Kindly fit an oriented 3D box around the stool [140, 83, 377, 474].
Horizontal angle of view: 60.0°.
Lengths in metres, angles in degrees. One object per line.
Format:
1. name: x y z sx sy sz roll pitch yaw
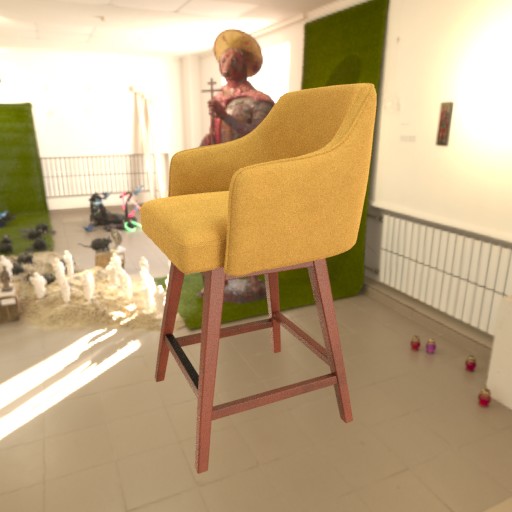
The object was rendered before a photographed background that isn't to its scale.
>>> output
1. stool: 0.000 0.000 1.262 0.558 0.924 0.548 -8 19 -24
